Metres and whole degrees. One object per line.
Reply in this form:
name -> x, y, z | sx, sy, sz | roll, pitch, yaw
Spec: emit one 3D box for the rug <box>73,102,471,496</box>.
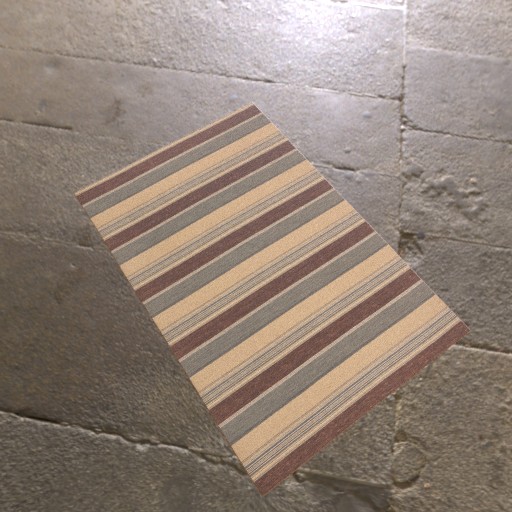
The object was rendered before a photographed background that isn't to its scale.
rug -> 0.000, 0.000, 2.296 | 1.219, 0.008, 1.829 | -32, 67, -15
